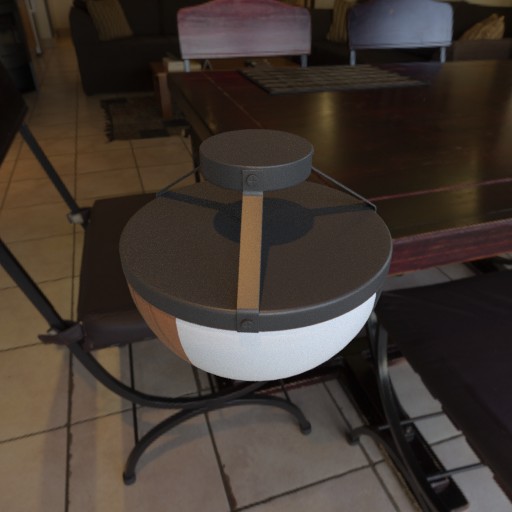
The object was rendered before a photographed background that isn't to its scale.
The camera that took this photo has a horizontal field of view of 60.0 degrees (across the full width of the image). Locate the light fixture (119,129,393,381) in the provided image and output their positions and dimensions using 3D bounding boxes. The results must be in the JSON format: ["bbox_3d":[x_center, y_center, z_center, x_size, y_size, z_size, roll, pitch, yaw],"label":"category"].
[{"bbox_3d":[0.000,0.000,0.527,0.304,0.269,0.304,0,33,0],"label":"light fixture"}]
